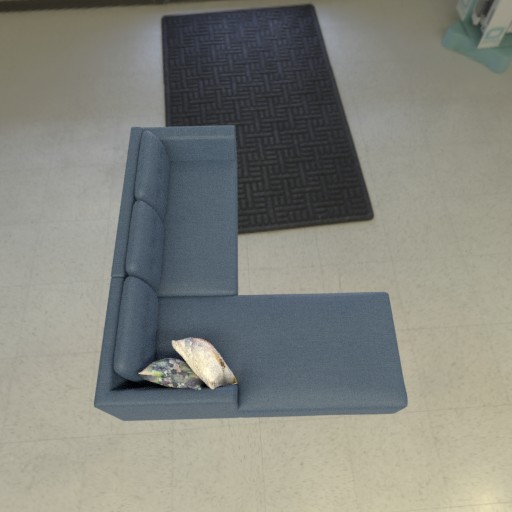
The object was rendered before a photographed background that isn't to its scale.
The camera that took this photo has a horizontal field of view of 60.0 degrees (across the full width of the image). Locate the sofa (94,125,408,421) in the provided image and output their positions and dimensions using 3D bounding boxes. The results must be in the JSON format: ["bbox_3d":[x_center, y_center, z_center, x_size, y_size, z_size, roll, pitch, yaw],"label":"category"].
[{"bbox_3d":[0.000,0.000,3.168,1.829,0.787,2.120,-1,63,-1],"label":"sofa"}]
